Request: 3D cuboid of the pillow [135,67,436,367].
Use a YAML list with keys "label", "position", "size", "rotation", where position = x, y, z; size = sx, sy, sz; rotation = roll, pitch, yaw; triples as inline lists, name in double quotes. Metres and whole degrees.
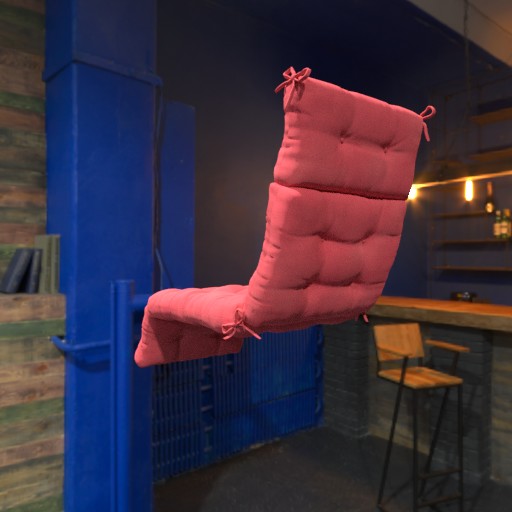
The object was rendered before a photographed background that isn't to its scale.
- label: "pillow"
  position: [0.000, 0.000, 1.491]
  size: [0.526, 0.863, 1.016]
  rotation: [0, 0, -37]
